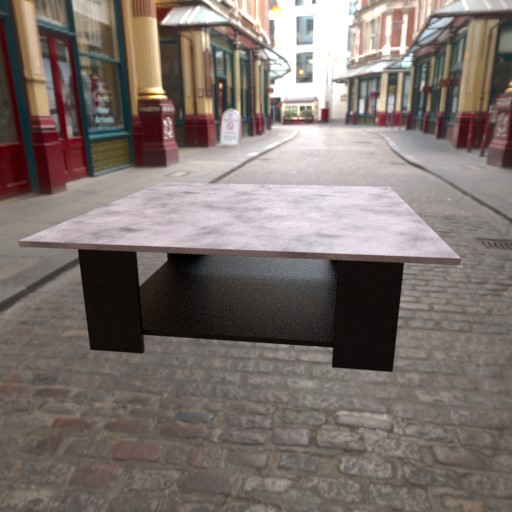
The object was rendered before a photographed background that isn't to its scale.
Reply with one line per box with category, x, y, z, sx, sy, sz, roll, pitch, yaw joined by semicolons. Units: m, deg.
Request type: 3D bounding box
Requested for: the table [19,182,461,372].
table;0.000;0.000;1.343;0.890;0.305;0.890;2;17;8
